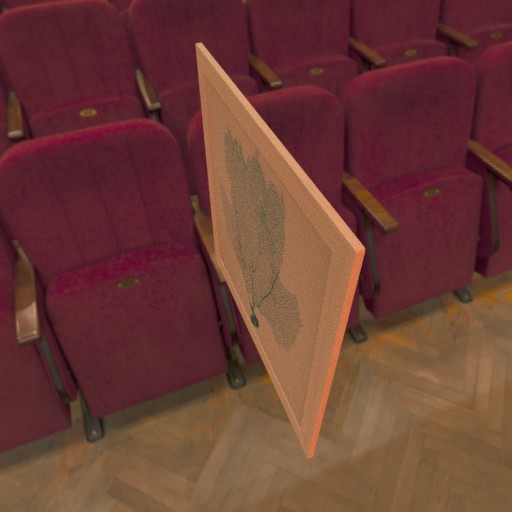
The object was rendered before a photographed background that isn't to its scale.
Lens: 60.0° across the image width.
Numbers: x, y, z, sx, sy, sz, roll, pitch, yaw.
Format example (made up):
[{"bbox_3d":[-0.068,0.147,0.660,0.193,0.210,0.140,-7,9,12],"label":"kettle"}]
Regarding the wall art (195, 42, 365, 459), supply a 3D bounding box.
[{"bbox_3d":[0.000,0.000,0.850,0.013,0.584,0.584,-16,48,-15],"label":"wall art"}]
